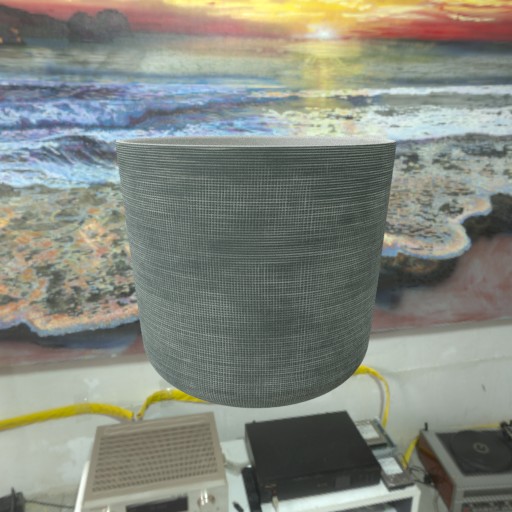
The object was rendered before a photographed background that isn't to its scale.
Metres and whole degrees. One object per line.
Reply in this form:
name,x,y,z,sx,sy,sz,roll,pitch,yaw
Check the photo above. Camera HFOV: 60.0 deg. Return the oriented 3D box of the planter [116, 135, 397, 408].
planter,0.000,0.000,0.781,0.440,0.398,0.440,0,17,0
